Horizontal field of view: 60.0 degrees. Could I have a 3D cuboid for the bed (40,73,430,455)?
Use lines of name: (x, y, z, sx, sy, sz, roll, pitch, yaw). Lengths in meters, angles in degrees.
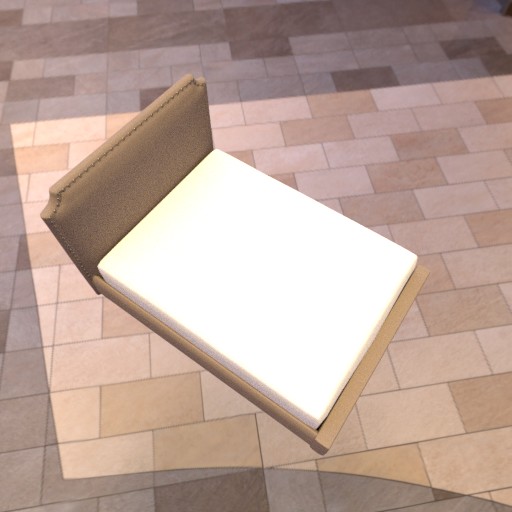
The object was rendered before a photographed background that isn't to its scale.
bed: (0.000, 0.000, 3.447, 2.372, 1.443, 1.713, 31, 64, 17)
